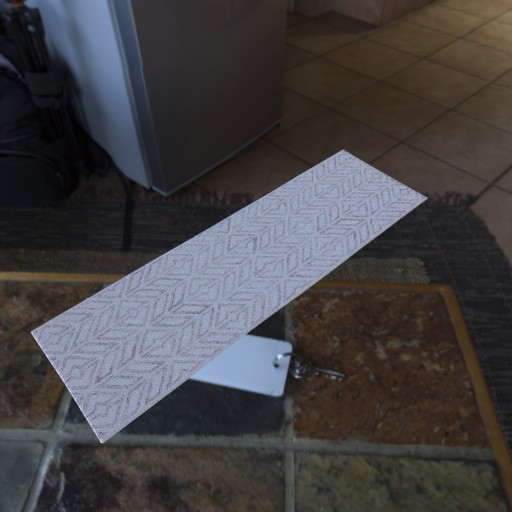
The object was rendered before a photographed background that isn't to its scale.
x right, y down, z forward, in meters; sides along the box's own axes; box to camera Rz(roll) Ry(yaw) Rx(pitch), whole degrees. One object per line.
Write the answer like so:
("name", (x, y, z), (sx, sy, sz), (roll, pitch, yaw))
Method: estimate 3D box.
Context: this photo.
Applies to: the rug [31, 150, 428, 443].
("rug", (0.000, 0.000, 2.636), (2.435, 0.009, 0.750), (-33, 56, -26))
